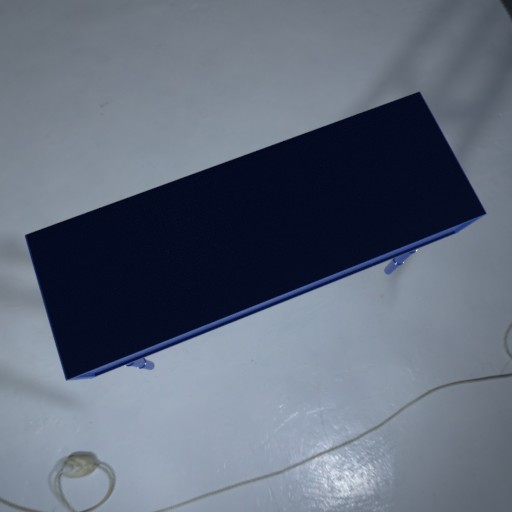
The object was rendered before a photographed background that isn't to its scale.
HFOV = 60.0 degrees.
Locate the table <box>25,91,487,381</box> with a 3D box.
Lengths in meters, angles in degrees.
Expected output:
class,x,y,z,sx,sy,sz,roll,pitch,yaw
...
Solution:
class,x,y,z,sx,sy,sz,roll,pitch,yaw
table,0.000,0.000,1.489,1.118,0.749,0.399,-21,77,-5
